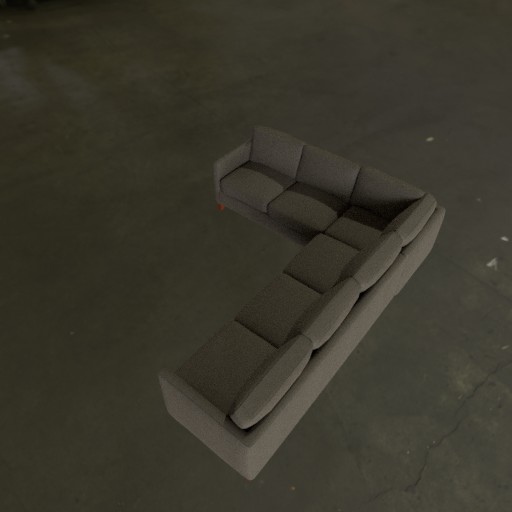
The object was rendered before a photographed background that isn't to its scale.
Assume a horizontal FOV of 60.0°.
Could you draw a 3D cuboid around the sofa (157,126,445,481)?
[{"bbox_3d":[0.000,0.000,4.525,2.593,0.947,3.302,30,52,27],"label":"sofa"}]
